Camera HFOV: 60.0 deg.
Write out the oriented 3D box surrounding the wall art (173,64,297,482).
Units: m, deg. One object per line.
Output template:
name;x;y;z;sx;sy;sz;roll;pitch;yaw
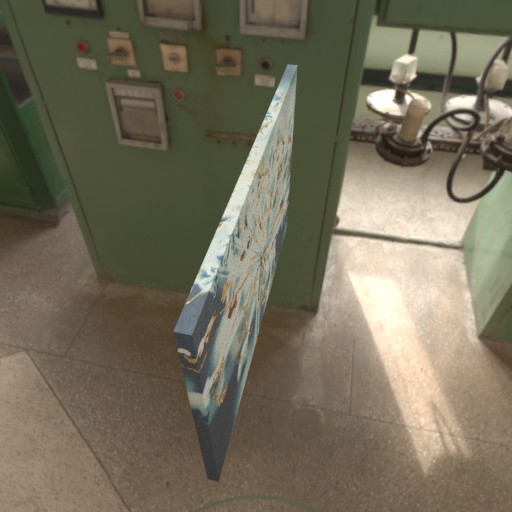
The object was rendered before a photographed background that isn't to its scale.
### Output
wall art;0.000;0.000;1.422;0.035;0.759;1.138;9;47;9
